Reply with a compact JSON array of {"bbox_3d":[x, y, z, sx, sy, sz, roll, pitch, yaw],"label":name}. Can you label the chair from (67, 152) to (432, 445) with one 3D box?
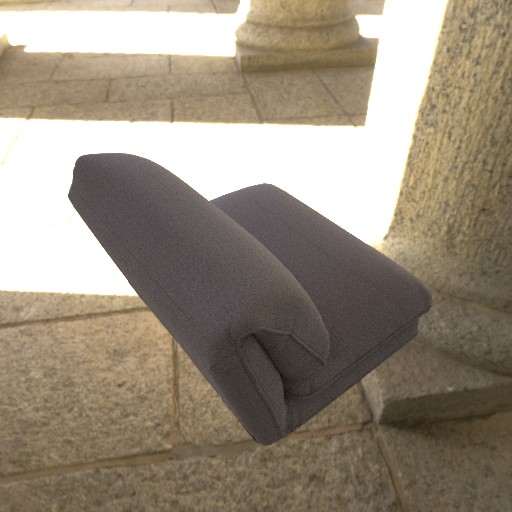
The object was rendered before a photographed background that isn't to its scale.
[{"bbox_3d":[0.000,0.000,1.328,0.780,0.580,0.820,-27,47,-28],"label":"chair"}]
